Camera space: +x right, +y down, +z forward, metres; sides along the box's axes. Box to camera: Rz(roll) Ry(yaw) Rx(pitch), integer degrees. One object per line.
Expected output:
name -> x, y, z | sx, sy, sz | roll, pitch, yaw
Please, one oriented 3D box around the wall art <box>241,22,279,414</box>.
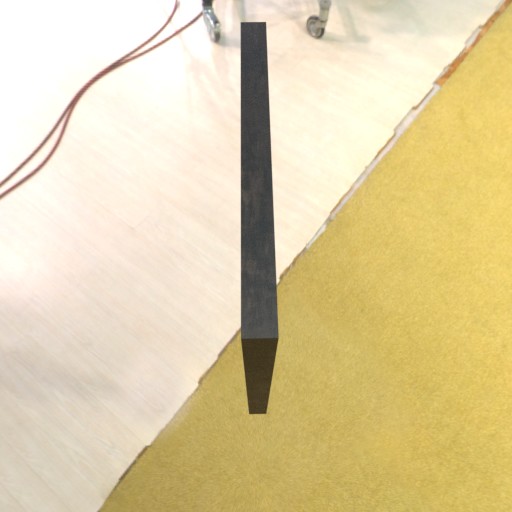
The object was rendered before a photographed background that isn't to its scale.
wall art -> 0.000, 0.000, 0.559 | 0.027, 0.406, 0.329 | -1, 63, 0
